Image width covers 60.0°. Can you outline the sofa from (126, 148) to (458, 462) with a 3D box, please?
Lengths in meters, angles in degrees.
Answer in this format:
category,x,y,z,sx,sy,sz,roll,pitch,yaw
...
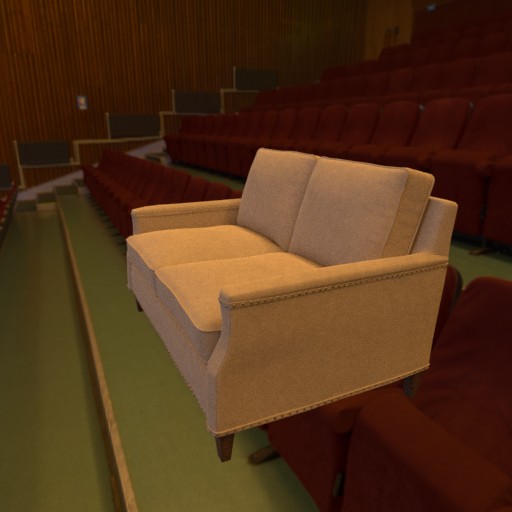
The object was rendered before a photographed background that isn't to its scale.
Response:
category,x,y,z,sx,sy,sz,roll,pitch,yaw
sofa,0.000,0.000,2.279,1.084,1.002,1.597,-8,19,-25
